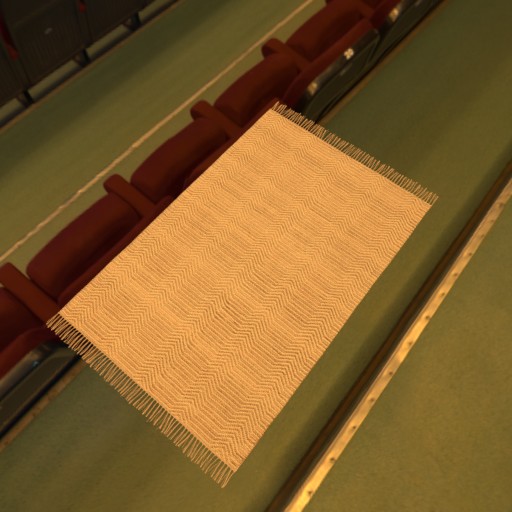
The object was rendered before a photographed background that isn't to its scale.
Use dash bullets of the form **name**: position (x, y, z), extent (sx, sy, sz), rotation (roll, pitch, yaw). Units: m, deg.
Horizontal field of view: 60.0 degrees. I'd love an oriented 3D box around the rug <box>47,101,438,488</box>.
- **rug**: position (0.000, 0.000, 2.494), extent (1.224, 0.027, 2.021), rotation (36, 69, 16)
